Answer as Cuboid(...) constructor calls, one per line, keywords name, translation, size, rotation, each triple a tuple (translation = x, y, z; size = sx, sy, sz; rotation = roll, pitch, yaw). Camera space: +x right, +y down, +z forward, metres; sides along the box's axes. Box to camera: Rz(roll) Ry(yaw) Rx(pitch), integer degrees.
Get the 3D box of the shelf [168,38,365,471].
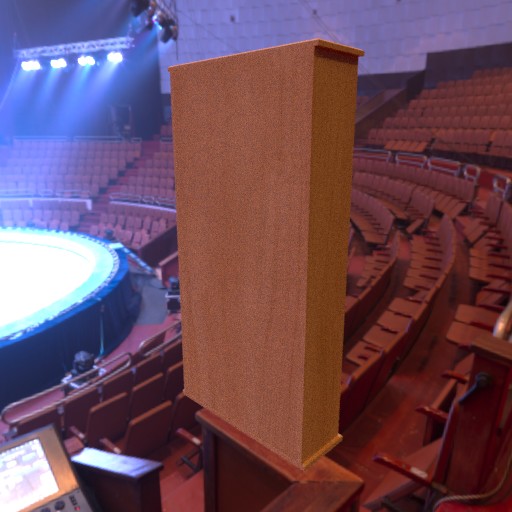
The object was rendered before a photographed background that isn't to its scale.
Cuboid(name="shelf", translation=(0.000, 0.000, 1.251), size=(0.520, 1.030, 0.175), rotation=(14, 20, 43))
